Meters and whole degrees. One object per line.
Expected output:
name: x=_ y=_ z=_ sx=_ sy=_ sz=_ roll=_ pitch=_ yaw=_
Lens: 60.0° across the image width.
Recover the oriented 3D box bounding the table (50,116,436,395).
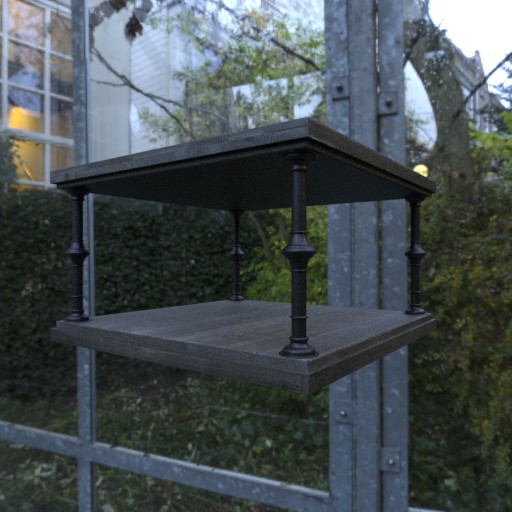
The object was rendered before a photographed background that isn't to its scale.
table: x=0.000 y=0.000 z=1.122 sx=0.696 sy=0.400 sz=0.696 roll=0 pitch=0 yaw=36
